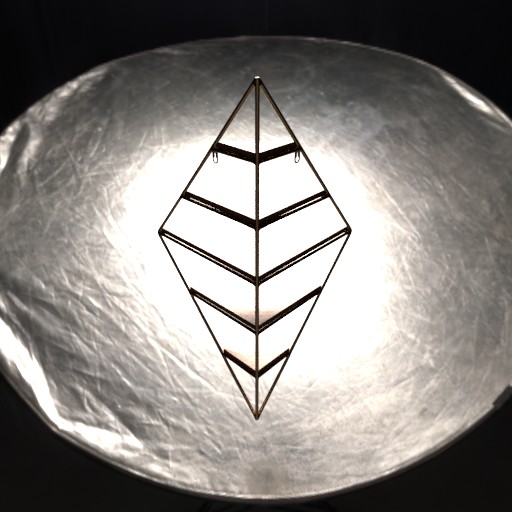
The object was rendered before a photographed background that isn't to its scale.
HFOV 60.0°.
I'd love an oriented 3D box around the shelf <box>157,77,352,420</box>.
[{"bbox_3d":[0.000,0.000,1.162,0.564,0.913,0.294,-1,29,-1],"label":"shelf"}]
